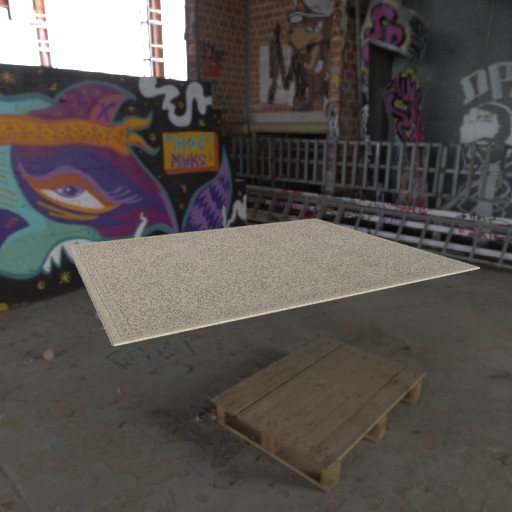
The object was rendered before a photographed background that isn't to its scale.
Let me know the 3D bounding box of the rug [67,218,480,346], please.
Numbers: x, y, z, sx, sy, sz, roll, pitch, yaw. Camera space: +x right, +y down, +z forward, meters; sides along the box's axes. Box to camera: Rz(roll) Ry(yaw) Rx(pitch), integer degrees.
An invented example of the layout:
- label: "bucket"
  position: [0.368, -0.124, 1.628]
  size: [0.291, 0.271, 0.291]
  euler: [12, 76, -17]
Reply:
- label: "rug"
  position: [0.000, 0.000, 4.143]
  size: [3.050, 0.015, 2.441]
  euler: [-8, 18, -27]
